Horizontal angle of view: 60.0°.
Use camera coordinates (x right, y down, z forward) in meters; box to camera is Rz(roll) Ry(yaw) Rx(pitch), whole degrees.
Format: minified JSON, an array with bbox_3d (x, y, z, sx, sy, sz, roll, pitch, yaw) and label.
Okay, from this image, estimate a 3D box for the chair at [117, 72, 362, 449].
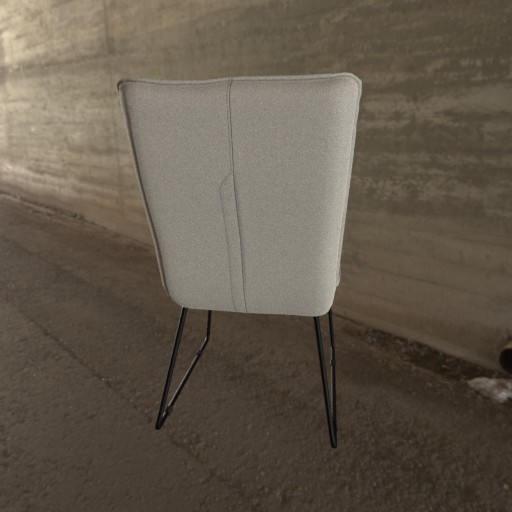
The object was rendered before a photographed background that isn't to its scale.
[{"bbox_3d":[0.000,0.000,1.303,0.515,0.930,0.688,2,16,8],"label":"chair"}]
